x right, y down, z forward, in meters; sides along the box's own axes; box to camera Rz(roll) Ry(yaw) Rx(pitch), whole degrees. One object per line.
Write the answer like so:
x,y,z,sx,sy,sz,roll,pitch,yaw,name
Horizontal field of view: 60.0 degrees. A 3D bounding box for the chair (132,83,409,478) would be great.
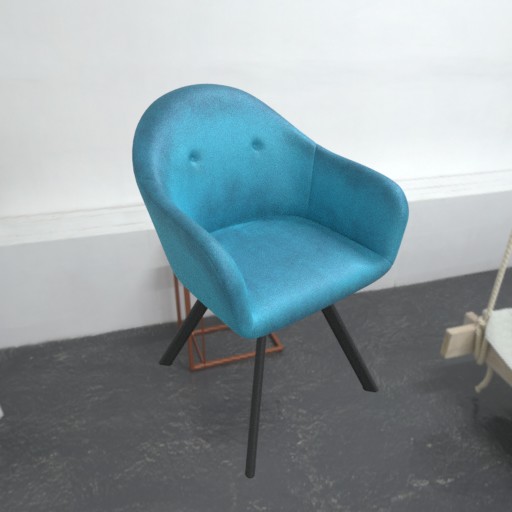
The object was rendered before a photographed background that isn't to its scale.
0.000,0.000,1.152,0.540,0.780,0.570,-20,36,-31,chair
